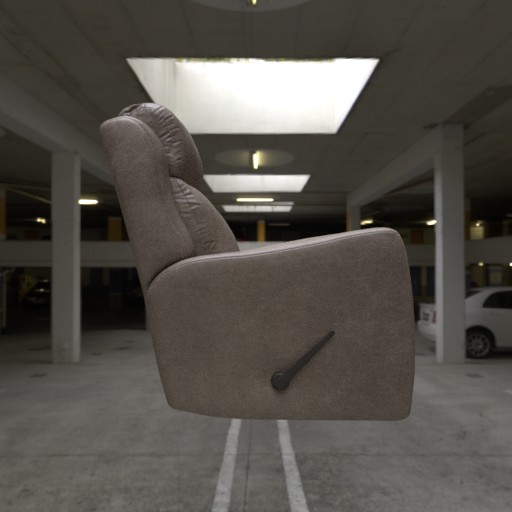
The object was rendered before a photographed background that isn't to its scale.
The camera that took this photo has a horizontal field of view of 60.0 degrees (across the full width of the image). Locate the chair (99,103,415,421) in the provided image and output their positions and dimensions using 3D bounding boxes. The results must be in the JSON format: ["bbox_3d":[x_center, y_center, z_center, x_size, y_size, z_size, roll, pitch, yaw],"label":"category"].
[{"bbox_3d":[0.000,0.000,1.883,1.068,1.116,0.967,0,-1,0],"label":"chair"}]
